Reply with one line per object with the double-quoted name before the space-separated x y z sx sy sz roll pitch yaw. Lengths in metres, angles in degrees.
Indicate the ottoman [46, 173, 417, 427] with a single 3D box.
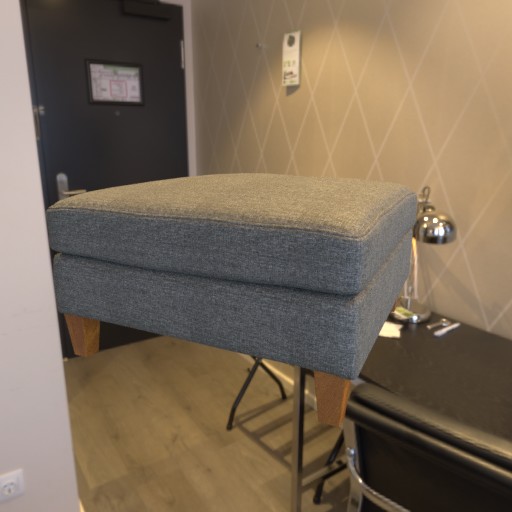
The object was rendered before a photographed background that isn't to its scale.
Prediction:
"ottoman" 0.000 0.000 1.366 0.838 0.481 0.838 7 16 25
